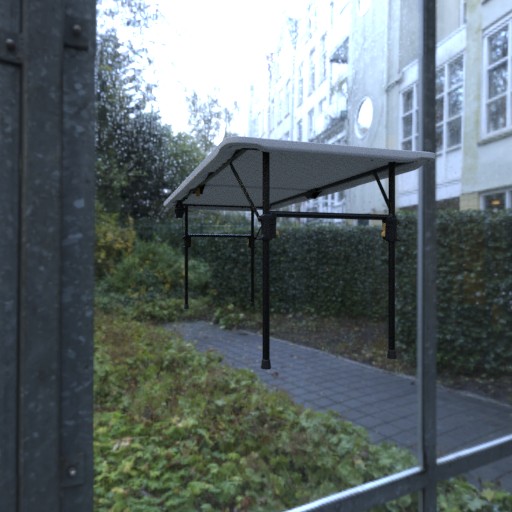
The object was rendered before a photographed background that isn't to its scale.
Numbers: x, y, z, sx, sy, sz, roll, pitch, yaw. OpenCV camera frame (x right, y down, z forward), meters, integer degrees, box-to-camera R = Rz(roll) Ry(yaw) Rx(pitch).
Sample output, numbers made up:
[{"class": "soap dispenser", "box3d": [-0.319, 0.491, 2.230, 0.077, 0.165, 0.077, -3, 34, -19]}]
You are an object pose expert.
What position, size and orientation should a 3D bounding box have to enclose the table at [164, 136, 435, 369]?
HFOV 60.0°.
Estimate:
[{"class": "table", "box3d": [0.000, 0.000, 2.284, 0.761, 0.719, 1.829, 0, 0, -18]}]
